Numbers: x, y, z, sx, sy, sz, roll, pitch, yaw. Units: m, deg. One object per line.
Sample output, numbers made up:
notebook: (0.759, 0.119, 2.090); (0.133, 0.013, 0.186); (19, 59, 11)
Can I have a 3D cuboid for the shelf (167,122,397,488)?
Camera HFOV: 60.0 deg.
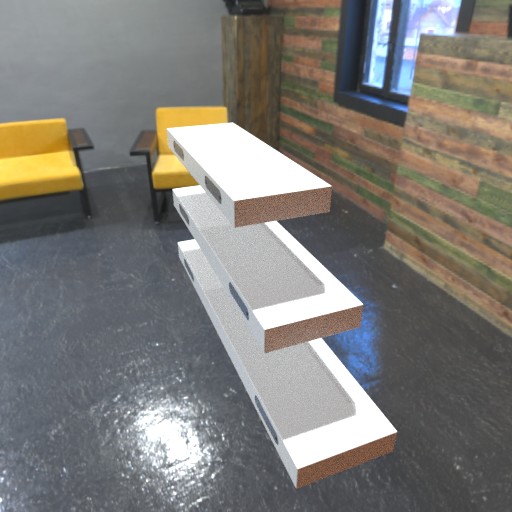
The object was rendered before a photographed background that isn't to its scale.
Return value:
shelf: (0.000, 0.000, 0.727); (0.140, 0.293, 0.610); (-11, 31, -19)
